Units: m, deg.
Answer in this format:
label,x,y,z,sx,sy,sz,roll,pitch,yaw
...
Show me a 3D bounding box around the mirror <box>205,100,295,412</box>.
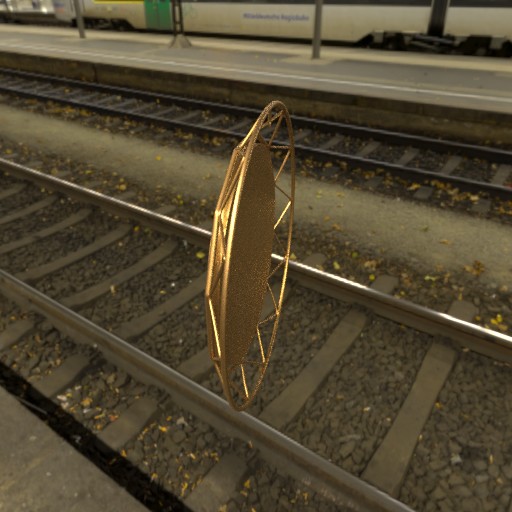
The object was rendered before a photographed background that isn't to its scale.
label,x,y,z,sx,sy,sz,roll,pitch,yaw
mirror,0.000,0.000,0.683,0.043,0.454,0.454,7,32,12
